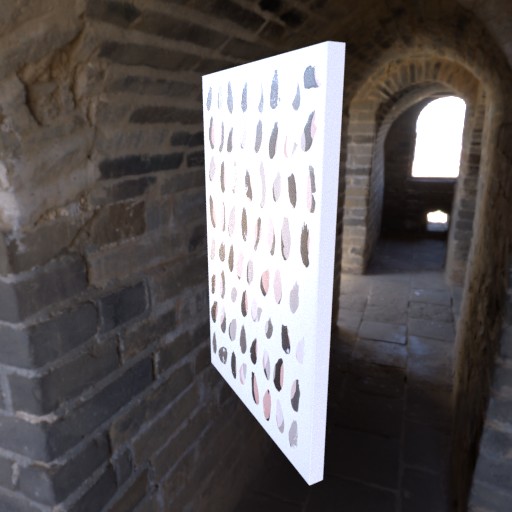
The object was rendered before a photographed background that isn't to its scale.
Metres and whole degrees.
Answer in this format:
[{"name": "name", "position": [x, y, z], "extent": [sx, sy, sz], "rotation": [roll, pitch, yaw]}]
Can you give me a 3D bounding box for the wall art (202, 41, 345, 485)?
[{"name": "wall art", "position": [0.000, 0.000, 0.757], "extent": [0.025, 0.608, 0.405], "rotation": [-8, 18, -26]}]
